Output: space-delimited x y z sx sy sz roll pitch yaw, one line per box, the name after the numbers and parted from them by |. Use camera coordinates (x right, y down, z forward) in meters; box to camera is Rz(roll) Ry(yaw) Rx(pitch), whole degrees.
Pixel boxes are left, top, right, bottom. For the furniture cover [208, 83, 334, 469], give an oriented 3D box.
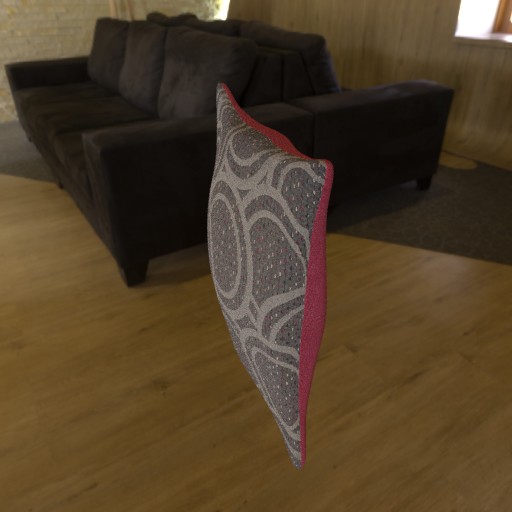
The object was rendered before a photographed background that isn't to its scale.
0.000 0.000 0.796 0.163 0.513 0.514 -8 32 -14 | furniture cover
